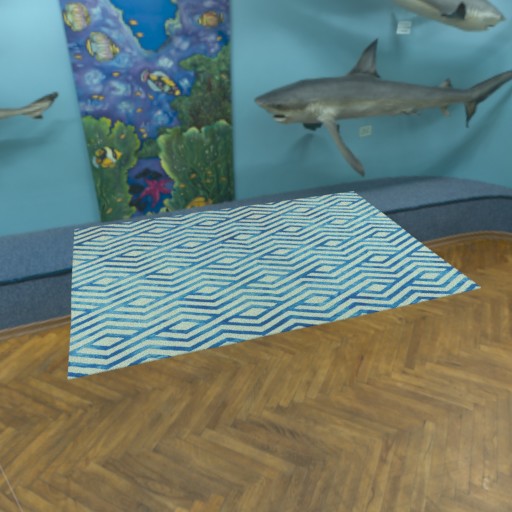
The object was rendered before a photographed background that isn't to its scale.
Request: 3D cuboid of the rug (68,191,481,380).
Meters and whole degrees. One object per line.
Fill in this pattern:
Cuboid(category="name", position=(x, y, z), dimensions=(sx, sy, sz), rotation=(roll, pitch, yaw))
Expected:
Cuboid(category="rug", position=(0.000, 0.000, 2.335), dimensions=(1.830, 0.008, 1.225), rotation=(-10, 32, -16))
